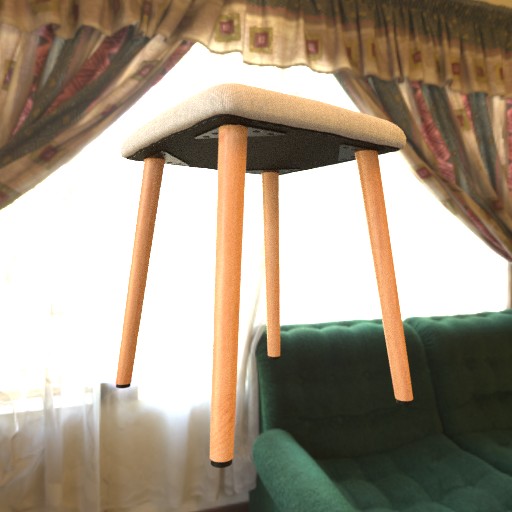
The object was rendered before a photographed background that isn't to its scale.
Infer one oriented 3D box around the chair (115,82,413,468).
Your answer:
[{"bbox_3d":[0.000,0.000,0.703,0.350,0.440,0.350,-1,2,-35],"label":"chair"}]
